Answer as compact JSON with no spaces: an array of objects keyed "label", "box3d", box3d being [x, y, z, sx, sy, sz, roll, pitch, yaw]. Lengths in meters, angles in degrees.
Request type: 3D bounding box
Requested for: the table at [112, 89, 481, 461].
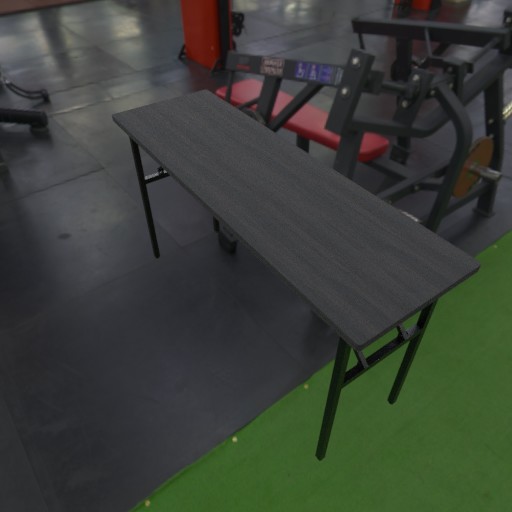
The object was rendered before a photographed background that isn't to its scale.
[{"label":"table","box3d":[0.000,0.000,1.726,0.449,0.750,1.399,-26,48,-25]}]
